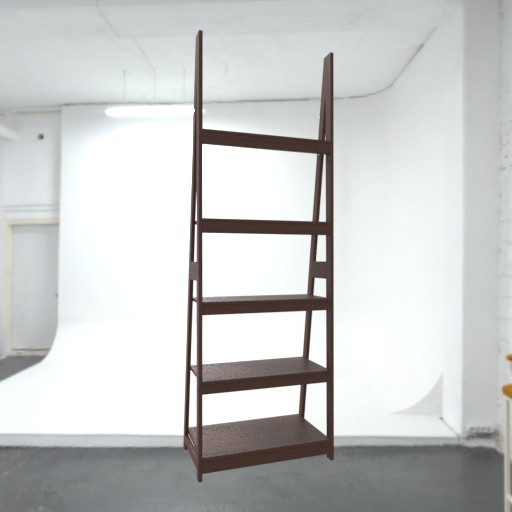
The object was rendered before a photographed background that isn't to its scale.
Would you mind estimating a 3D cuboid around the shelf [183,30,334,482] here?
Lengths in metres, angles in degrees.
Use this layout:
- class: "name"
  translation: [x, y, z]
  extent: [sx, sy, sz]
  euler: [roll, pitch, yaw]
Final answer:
- class: "shelf"
  translation: [0.000, 0.000, 1.995]
  extent: [0.600, 1.770, 0.350]
  euler: [0, 0, -19]
